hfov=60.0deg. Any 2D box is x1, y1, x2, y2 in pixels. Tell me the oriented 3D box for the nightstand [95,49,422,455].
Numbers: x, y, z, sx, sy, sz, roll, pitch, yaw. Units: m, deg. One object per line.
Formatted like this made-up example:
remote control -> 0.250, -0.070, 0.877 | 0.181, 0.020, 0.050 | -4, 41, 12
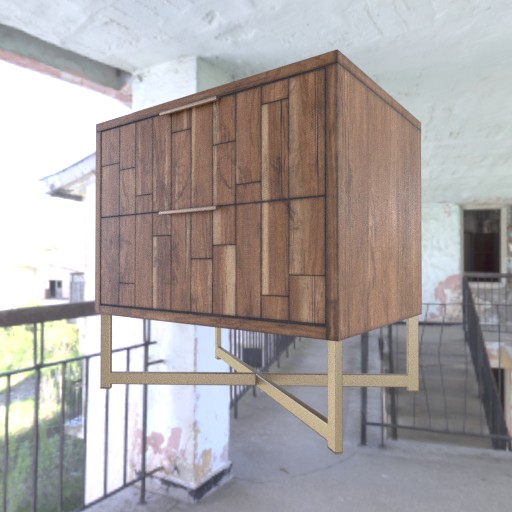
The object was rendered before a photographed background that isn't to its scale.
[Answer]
nightstand -> 0.000, 0.000, 1.008 | 0.610, 0.610, 0.446 | -1, -1, 36
